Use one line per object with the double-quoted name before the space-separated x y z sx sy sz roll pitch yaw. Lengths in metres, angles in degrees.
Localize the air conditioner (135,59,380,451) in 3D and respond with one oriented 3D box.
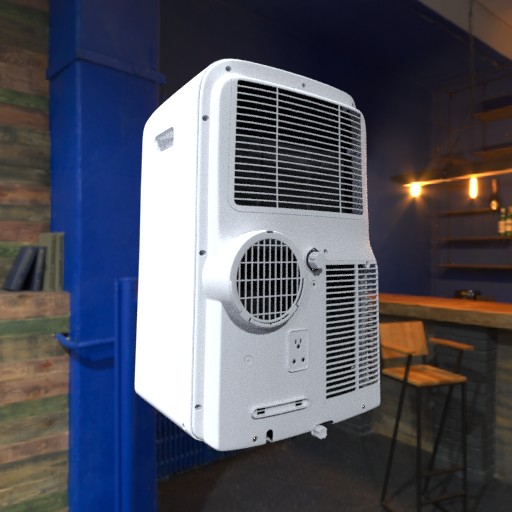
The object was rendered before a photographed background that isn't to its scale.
"air conditioner" 0.000 0.000 1.072 0.478 0.765 0.467 0 0 -36
